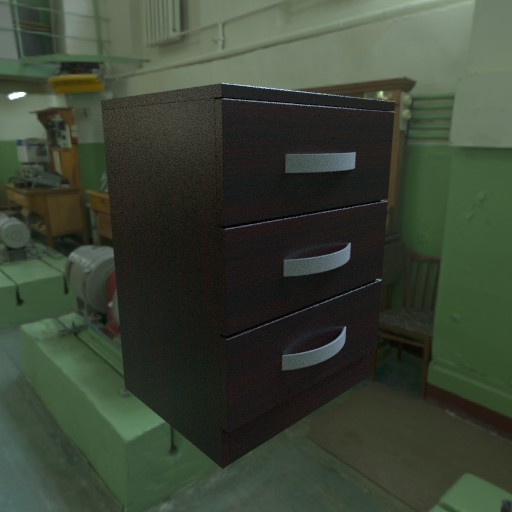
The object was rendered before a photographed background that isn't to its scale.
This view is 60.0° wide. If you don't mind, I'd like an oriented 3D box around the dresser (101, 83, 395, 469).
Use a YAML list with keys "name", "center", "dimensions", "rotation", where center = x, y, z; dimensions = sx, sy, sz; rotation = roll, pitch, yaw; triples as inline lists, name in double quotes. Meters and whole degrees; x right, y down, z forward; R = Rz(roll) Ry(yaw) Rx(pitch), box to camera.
- name: "dresser"
  center: [0.000, 0.000, 0.844]
  dimensions: [0.400, 0.560, 0.360]
  rotation: [-13, 20, -41]
